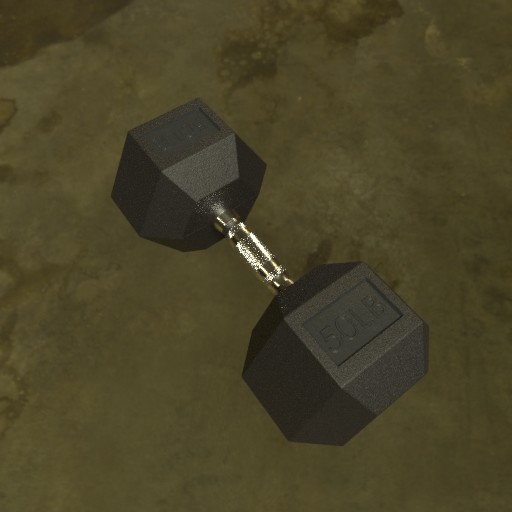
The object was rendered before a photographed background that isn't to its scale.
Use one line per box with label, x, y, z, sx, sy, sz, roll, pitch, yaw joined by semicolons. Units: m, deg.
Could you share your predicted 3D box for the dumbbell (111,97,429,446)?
dumbbell;0.000;0.000;0.465;0.173;0.150;0.384;-33;64;-18
